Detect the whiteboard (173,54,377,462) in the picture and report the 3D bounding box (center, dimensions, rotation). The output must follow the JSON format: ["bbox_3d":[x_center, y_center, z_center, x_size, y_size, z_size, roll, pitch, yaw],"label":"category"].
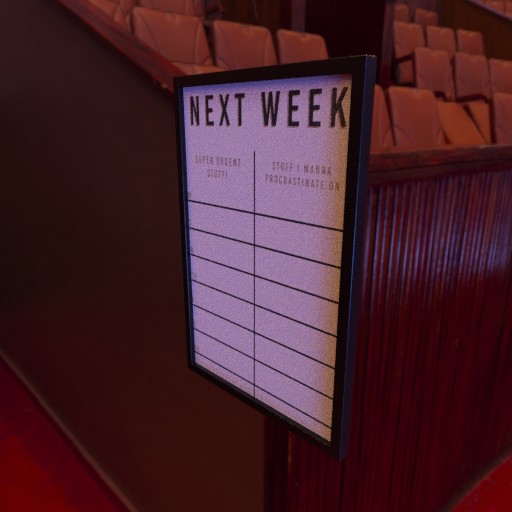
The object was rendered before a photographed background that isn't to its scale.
[{"bbox_3d":[0.000,0.000,0.777,0.406,0.611,0.026,16,23,42],"label":"whiteboard"}]
